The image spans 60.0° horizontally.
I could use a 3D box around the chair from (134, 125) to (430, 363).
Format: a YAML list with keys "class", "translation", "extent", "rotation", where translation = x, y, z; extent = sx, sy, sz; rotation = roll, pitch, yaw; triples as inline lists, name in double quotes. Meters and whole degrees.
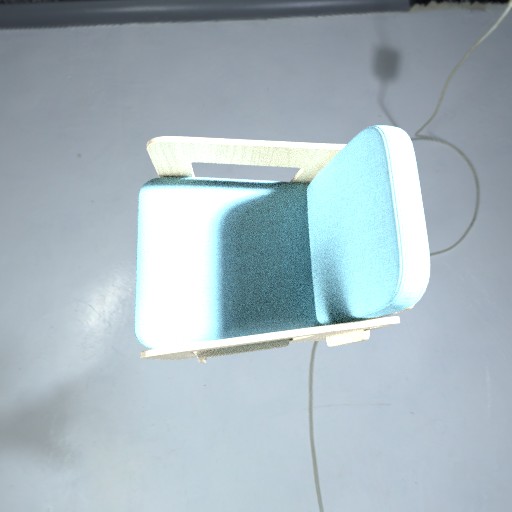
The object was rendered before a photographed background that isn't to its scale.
- class: "chair"
  translation: [0.000, 0.000, 1.308]
  extent: [0.710, 0.800, 0.590]
  rotation: [-2, 75, -1]
